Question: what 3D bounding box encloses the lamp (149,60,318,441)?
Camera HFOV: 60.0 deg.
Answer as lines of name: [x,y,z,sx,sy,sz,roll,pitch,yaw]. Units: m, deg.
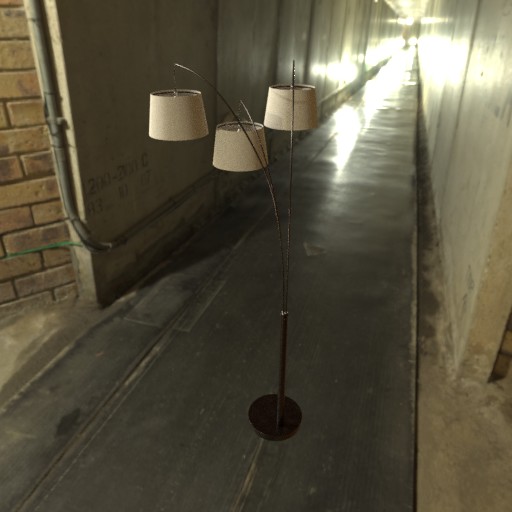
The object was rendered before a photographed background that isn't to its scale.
lamp: [0.000,0.000,2.474,0.951,1.950,0.924,-10,29,-17]
